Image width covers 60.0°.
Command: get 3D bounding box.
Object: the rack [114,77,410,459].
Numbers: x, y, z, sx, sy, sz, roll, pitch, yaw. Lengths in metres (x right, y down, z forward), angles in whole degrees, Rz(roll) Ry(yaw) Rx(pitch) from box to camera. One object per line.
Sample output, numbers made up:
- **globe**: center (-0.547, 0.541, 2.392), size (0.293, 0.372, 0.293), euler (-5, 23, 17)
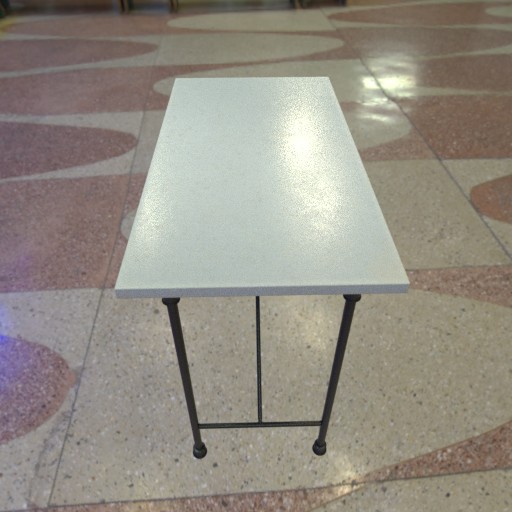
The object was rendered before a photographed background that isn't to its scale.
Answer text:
- **rack**: center (0.000, 0.000, 1.639), size (0.613, 0.880, 1.159), euler (-1, 42, -1)
